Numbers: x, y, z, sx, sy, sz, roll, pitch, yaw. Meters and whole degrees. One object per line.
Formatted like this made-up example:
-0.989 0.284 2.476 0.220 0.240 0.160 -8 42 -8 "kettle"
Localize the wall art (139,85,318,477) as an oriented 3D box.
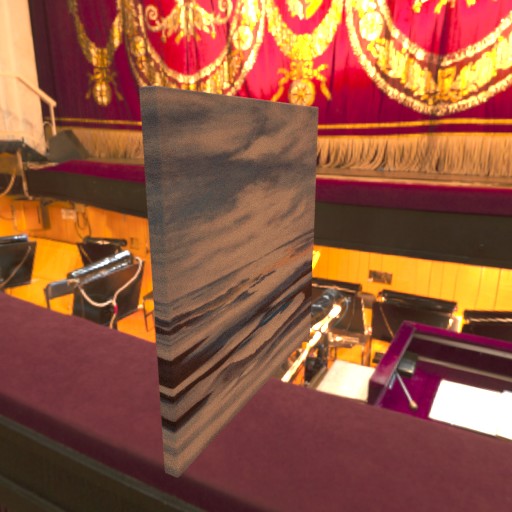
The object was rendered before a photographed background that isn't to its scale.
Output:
0.000 0.000 1.122 0.035 0.747 0.747 8 18 27 "wall art"
